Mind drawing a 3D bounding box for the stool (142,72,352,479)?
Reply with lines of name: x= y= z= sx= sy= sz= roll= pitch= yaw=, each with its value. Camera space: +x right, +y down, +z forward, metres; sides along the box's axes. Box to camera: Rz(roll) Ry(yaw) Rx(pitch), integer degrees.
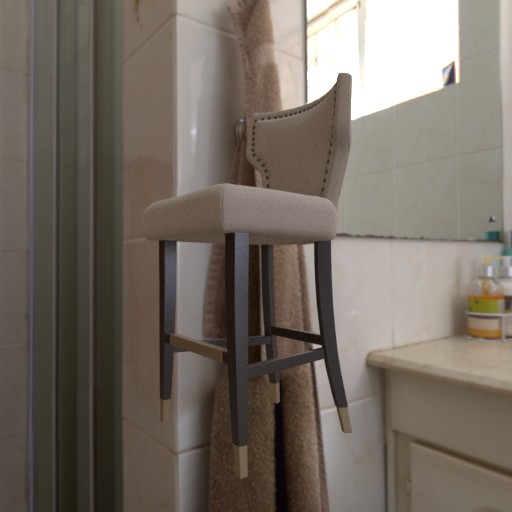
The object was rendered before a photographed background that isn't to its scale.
stool: x=0.000 y=0.000 z=1.401 sx=0.563 sy=1.092 sz=0.526 roll=1 pitch=-1 yaw=-35
